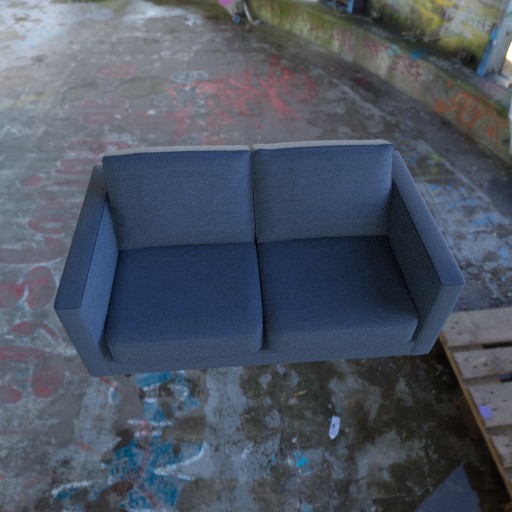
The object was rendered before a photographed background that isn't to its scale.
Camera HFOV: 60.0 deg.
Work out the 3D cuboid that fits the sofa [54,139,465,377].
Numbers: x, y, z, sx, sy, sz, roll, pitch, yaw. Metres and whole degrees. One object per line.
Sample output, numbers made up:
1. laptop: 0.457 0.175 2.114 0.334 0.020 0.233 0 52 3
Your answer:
1. sofa: 0.000 0.000 2.258 1.659 0.907 0.999 -3 47 -3
